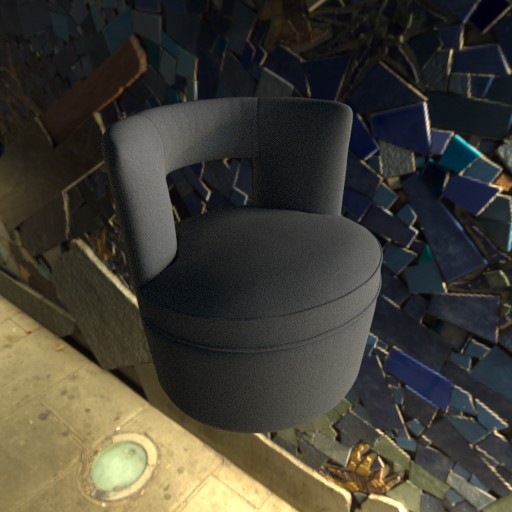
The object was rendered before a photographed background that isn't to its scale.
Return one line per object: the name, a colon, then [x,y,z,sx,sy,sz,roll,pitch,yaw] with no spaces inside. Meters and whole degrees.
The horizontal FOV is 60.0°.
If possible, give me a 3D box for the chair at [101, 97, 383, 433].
chair: [0.000,0.000,1.205,0.689,0.719,0.660,-20,35,-31]
